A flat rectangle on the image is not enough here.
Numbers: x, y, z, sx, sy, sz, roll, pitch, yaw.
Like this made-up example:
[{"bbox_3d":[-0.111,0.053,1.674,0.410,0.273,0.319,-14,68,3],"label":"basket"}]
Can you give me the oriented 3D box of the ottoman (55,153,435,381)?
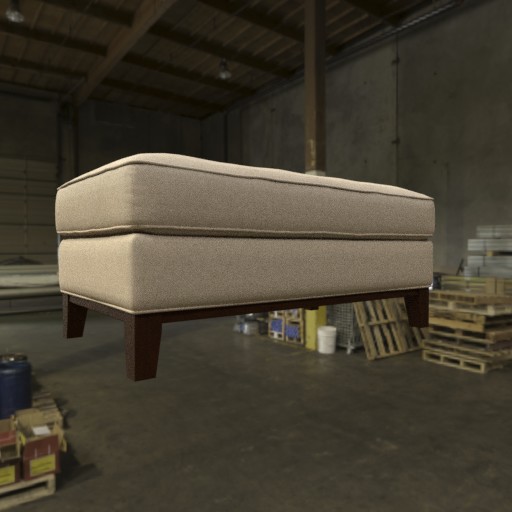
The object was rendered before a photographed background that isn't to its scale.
[{"bbox_3d":[0.000,0.000,1.487,1.143,0.508,0.648,-1,1,-37],"label":"ottoman"}]
